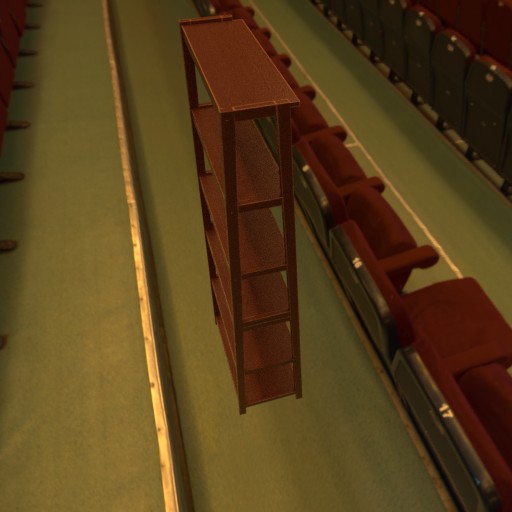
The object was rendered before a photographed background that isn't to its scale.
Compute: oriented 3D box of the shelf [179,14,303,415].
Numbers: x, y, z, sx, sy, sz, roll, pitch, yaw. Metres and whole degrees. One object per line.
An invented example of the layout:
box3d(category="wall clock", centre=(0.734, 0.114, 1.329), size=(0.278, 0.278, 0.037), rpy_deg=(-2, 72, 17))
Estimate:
box3d(category="shelf", centre=(0.000, 0.000, 2.084), size=(0.381, 1.892, 0.660), rpy_deg=(-12, 49, -11))
